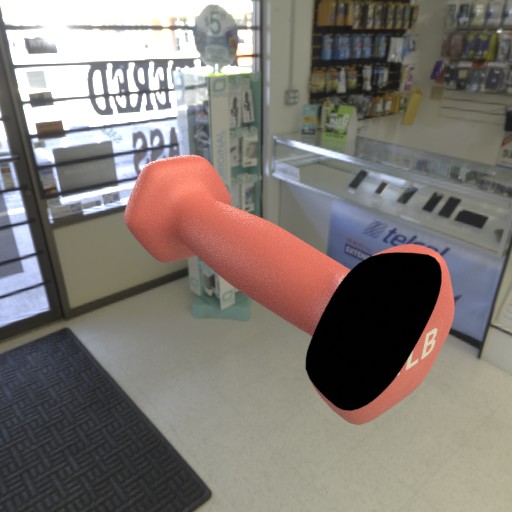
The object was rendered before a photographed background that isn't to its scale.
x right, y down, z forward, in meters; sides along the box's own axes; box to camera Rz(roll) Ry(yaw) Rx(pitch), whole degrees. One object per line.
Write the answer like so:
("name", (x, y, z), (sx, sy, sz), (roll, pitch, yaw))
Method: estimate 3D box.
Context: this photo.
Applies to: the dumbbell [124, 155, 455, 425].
("dumbbell", (0.000, 0.000, 0.146), (0.047, 0.043, 0.123), (-19, 32, -32))
